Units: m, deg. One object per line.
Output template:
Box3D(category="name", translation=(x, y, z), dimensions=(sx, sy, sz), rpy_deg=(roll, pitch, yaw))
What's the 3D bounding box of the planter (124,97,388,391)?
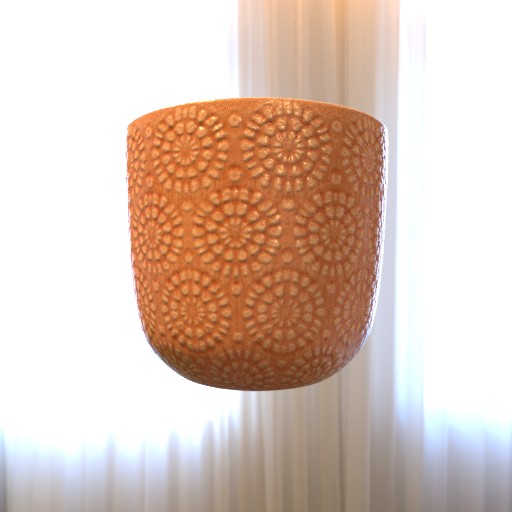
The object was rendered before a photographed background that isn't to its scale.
Box3D(category="planter", translation=(0.000, 0.000, 0.365), dimensions=(0.208, 0.190, 0.208), rpy_deg=(0, 1, 0))
